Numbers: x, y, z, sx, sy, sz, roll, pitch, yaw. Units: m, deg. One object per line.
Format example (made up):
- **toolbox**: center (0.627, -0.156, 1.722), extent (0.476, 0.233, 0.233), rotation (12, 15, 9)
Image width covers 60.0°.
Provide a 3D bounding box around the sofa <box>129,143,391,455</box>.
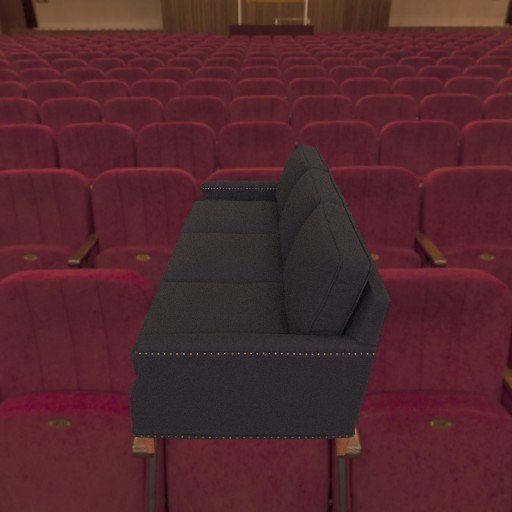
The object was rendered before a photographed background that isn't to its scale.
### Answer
- **sofa**: center (0.000, 0.000, 2.804), extent (1.084, 1.003, 2.246), rotation (0, 26, 1)
